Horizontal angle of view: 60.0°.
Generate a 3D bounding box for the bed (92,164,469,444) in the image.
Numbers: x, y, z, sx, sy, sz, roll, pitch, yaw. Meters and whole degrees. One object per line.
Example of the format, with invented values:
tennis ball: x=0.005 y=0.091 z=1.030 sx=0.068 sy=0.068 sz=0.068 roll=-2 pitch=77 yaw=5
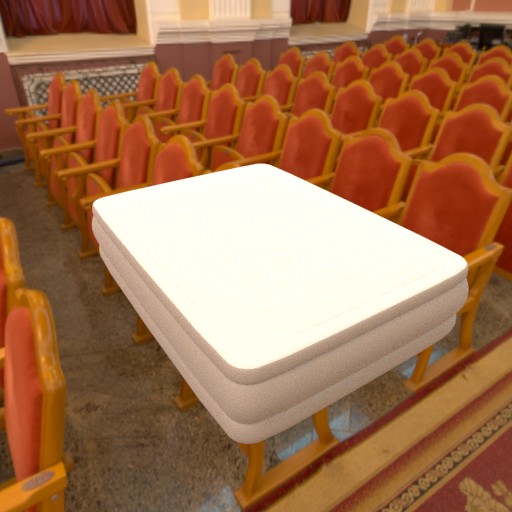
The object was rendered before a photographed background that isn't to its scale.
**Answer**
bed: x=0.000 y=0.000 z=2.728 sx=1.520 sy=0.460 sz=2.036 roll=-19 pitch=35 yaw=-28
